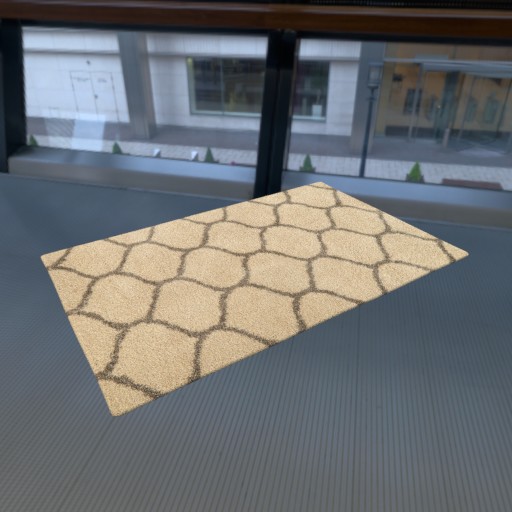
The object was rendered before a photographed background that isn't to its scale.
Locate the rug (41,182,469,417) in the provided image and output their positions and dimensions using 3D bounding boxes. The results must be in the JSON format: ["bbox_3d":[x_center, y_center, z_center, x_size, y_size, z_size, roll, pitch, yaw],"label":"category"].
[{"bbox_3d":[0.000,0.000,2.872,2.348,0.024,1.501,-19,36,-28],"label":"rug"}]
